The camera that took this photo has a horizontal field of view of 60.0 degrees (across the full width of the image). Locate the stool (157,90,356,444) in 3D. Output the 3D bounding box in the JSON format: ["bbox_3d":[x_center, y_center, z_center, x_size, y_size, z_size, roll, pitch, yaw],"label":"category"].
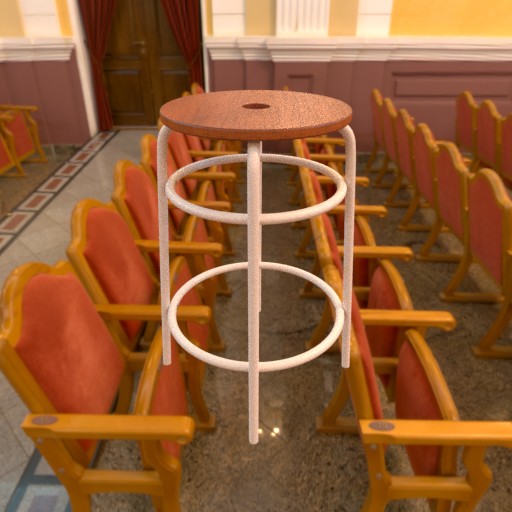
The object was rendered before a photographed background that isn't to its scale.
[{"bbox_3d":[0.000,0.000,0.934,0.455,0.610,0.455,1,30,1],"label":"stool"}]
